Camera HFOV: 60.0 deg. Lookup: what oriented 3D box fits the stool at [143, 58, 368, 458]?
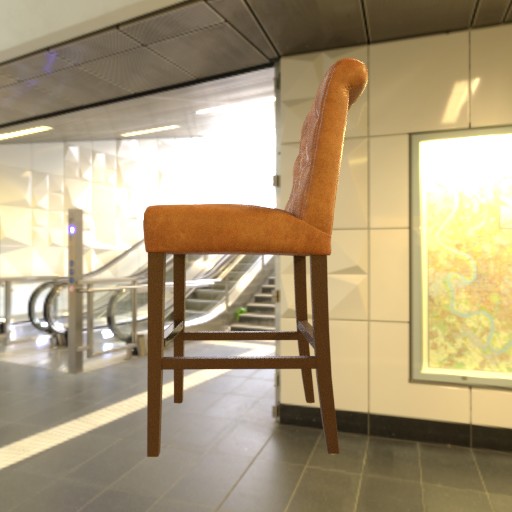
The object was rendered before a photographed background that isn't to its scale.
[{"bbox_3d":[0.000,0.000,1.378,0.601,1.047,0.493,0,0,-1],"label":"stool"}]
